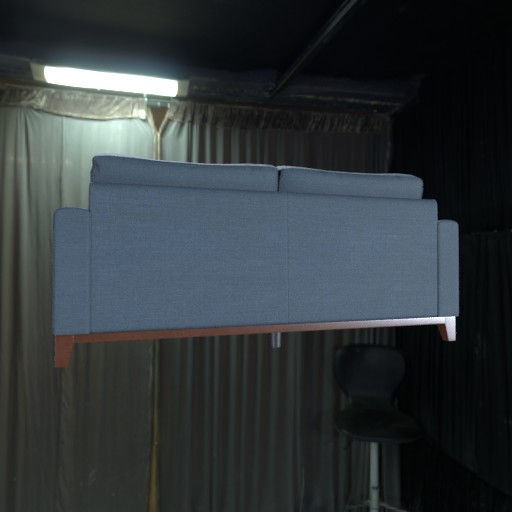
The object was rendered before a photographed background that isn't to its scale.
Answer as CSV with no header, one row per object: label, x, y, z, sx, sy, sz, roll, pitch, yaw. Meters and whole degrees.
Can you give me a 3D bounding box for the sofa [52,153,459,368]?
sofa,0.000,0.000,2.381,1.900,0.865,0.877,0,-1,-18
